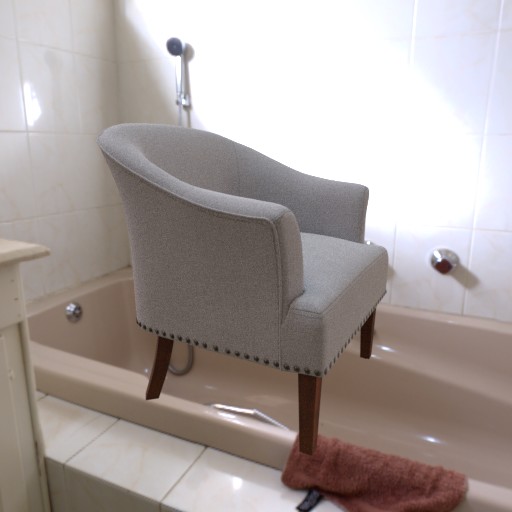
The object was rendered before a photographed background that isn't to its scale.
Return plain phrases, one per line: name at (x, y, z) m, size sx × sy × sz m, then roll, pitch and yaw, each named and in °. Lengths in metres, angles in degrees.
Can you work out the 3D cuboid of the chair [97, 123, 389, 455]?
chair at (0.000, 0.000, 1.405) m, size 0.704 × 0.815 × 0.798 m, roll 7°, pitch 15°, yaw 27°
